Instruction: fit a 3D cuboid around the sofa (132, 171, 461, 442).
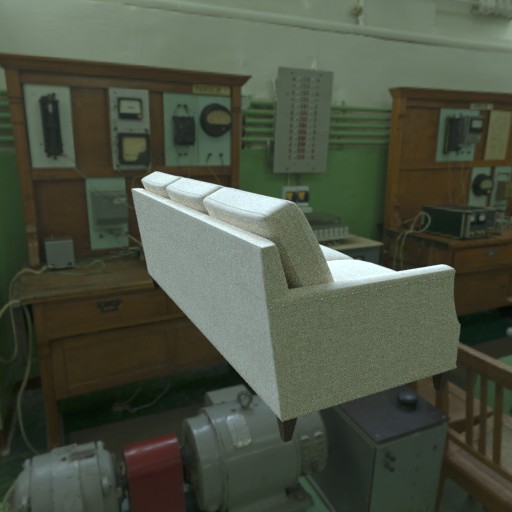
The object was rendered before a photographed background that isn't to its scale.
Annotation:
[{"bbox_3d":[0.000,0.000,2.730,1.041,0.940,2.210,-7,16,-25],"label":"sofa"}]
